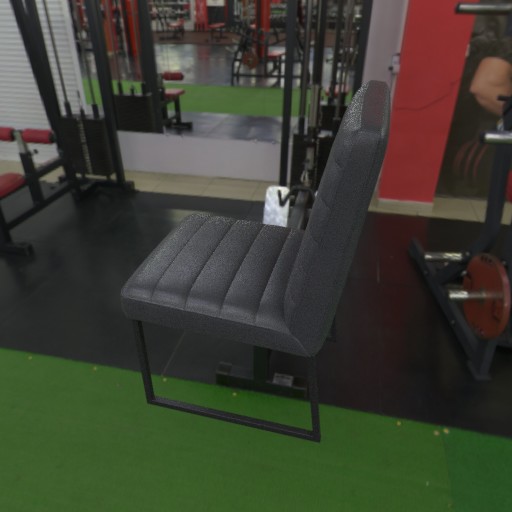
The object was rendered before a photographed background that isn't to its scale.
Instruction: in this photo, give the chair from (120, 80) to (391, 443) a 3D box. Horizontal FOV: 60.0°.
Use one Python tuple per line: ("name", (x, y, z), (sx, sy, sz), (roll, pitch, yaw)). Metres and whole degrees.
("chair", (0.000, 0.000, 1.302), (0.634, 0.930, 0.520), (8, 32, 13))
